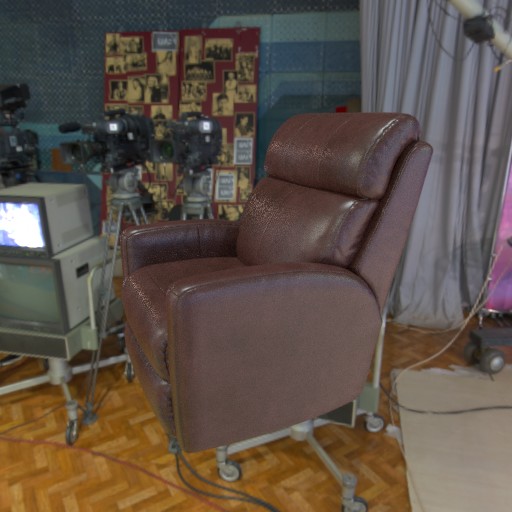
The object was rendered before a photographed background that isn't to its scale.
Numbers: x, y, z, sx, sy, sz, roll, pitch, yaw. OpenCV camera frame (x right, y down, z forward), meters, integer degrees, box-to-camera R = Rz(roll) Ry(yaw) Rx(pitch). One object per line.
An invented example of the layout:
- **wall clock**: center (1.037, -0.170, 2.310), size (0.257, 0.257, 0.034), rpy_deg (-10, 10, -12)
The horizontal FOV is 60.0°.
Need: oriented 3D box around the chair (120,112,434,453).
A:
- **chair**: center (0.000, 0.000, 1.648), size (0.939, 1.016, 0.787), rpy_deg (-9, 19, -25)
